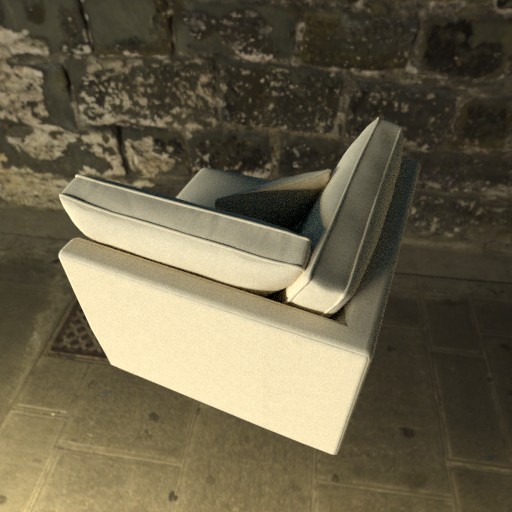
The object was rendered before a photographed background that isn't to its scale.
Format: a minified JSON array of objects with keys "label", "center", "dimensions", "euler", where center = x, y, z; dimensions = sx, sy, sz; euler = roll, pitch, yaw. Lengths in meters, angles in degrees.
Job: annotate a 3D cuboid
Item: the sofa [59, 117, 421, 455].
[{"label":"sofa","center":[0.000,0.000,1.970],"dimensions":[1.146,1.002,1.084],"euler":[16,48,15]}]
